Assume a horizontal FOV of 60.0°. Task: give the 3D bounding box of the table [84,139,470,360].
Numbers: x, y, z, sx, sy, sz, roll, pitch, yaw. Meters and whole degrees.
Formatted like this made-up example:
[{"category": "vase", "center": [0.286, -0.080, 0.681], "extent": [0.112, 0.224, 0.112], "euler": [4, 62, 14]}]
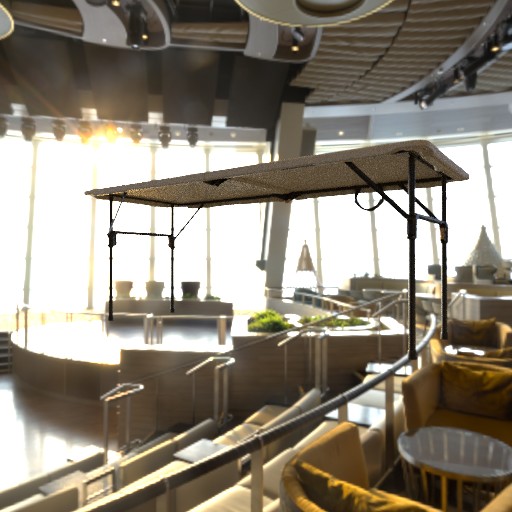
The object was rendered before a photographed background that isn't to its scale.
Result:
[{"category": "table", "center": [0.000, 0.000, 2.200], "extent": [1.829, 0.719, 0.761], "euler": [0, -1, 36]}]
